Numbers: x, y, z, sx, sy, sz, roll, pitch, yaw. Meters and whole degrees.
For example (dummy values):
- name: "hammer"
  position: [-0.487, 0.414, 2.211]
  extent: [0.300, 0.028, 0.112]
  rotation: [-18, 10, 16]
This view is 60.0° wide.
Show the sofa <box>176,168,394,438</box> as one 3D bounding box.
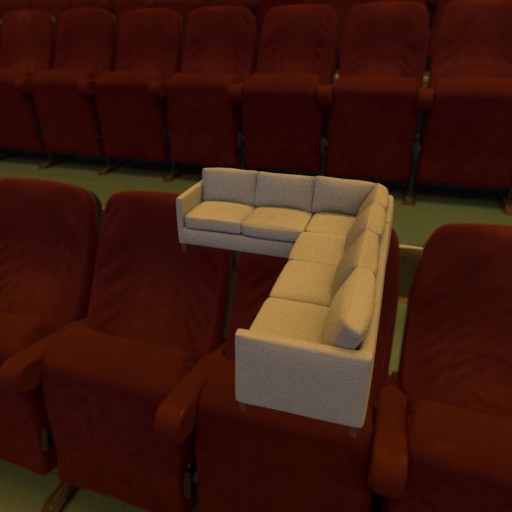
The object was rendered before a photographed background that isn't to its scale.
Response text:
- name: "sofa"
  position: [0.000, 0.000, 4.550]
  extent: [2.592, 0.947, 3.301]
  rotation: [8, 28, 16]
